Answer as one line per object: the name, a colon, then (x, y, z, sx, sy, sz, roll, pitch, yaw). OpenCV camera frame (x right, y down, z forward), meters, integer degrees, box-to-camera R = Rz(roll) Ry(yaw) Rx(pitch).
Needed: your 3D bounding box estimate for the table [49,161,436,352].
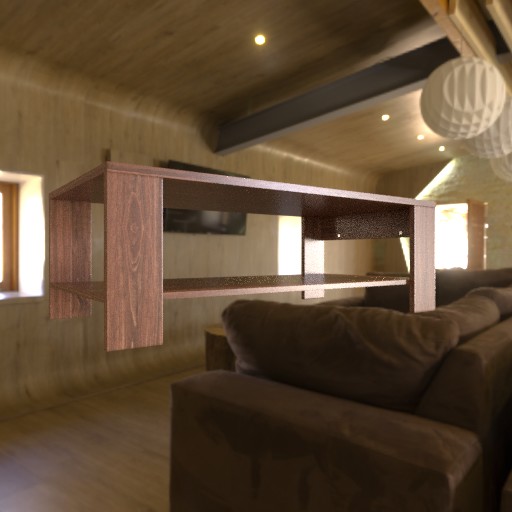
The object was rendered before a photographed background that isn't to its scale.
table: (0.000, 0.000, 1.523, 1.200, 0.400, 0.600, 0, 0, -36)
